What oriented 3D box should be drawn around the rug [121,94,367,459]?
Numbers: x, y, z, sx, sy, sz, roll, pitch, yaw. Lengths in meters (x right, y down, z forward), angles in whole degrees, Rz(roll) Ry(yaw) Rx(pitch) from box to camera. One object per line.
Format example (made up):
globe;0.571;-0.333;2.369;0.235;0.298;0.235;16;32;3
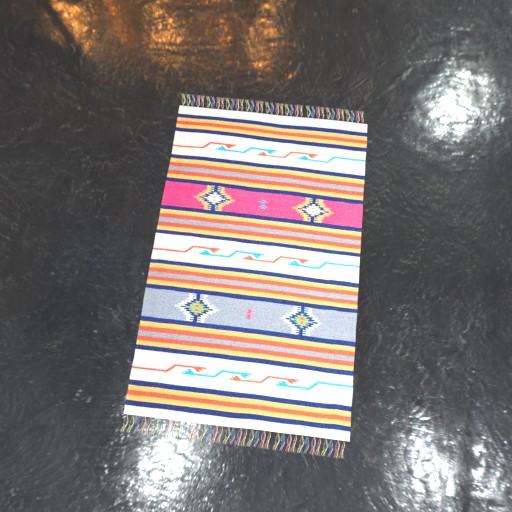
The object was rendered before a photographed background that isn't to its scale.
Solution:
rug;0.000;0.000;2.311;1.084;0.013;1.849;6;75;2
